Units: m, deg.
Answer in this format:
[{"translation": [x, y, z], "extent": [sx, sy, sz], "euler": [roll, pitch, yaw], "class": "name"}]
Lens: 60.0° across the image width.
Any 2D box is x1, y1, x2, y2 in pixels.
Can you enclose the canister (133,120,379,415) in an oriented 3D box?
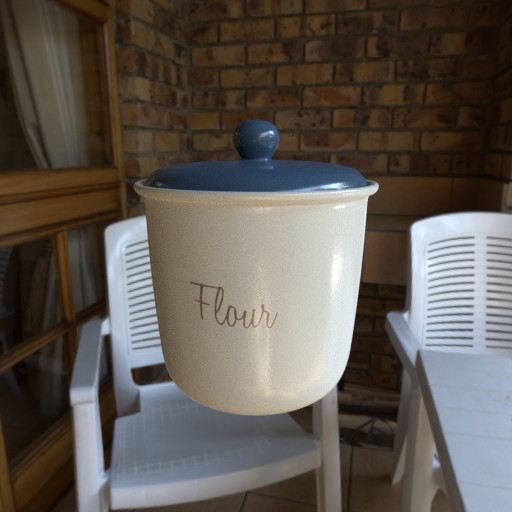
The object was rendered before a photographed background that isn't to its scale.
[{"translation": [0.000, 0.000, 0.354], "extent": [0.182, 0.208, 0.182], "euler": [0, 14, 0], "class": "canister"}]
